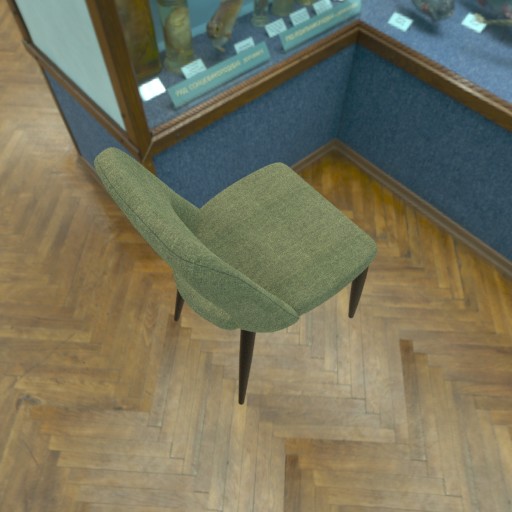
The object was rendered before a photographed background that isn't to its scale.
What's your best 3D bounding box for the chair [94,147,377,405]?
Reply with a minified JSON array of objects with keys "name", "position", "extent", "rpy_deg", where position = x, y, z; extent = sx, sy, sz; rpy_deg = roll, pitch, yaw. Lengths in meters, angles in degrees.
[{"name":"chair","position":[0.000,0.000,1.282],"extent":[0.612,0.931,0.470],"rpy_deg":[-34,63,-20]}]
